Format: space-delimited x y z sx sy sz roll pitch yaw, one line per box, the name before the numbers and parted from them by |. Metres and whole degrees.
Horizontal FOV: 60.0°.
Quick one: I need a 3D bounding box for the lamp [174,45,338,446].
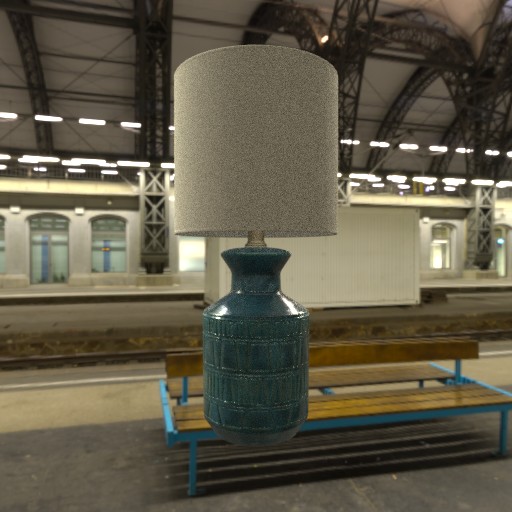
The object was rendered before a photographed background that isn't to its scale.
lamp | 0.000 0.000 0.582 0.211 0.455 0.211 0 1 -37
